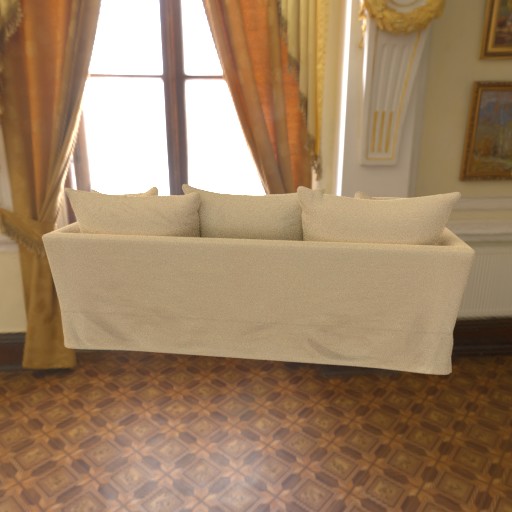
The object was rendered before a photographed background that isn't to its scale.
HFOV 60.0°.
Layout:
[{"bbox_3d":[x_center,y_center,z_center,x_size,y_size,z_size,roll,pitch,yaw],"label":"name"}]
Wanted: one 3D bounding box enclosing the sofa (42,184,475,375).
[{"bbox_3d":[0.000,0.000,3.020,2.484,1.042,1.030,2,17,8],"label":"sofa"}]
